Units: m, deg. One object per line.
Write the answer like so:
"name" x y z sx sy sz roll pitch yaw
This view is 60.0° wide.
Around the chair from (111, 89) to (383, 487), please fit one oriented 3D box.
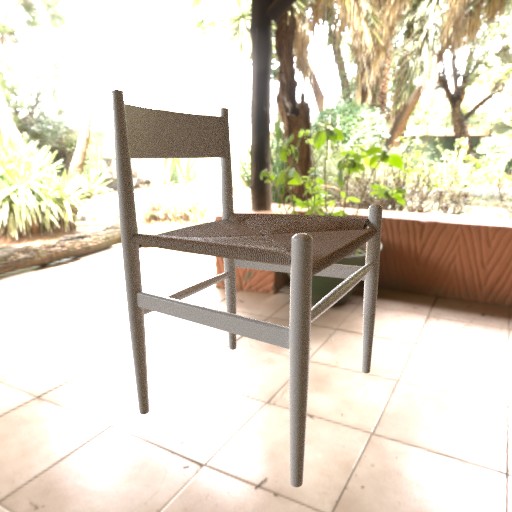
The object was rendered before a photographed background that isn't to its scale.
"chair" 0.000 0.000 1.107 0.495 0.762 0.556 7 15 28
